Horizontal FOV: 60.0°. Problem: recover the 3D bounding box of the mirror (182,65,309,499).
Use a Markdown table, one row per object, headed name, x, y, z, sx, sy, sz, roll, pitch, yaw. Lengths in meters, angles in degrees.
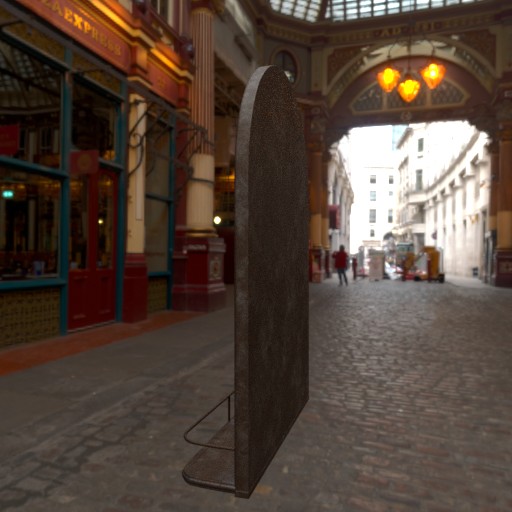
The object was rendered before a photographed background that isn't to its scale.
| name | x | y | z | sx | sy | sz | roll | pitch | yaw |
| --- | --- | --- | --- | --- | --- | --- | --- | --- | --- |
| mirror | 0.000 | 0.000 | 0.965 | 0.137 | 0.770 | 0.510 | 0 | 0 | 18 |
